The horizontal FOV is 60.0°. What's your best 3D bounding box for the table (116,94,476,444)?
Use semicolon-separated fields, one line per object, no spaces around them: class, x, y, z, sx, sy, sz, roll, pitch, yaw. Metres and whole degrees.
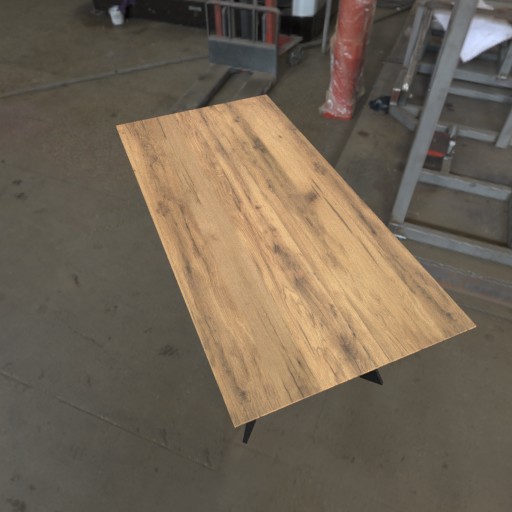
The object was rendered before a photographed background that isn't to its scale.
table;0.000;0.000;2.485;1.000;0.770;2.000;-17;50;-15
